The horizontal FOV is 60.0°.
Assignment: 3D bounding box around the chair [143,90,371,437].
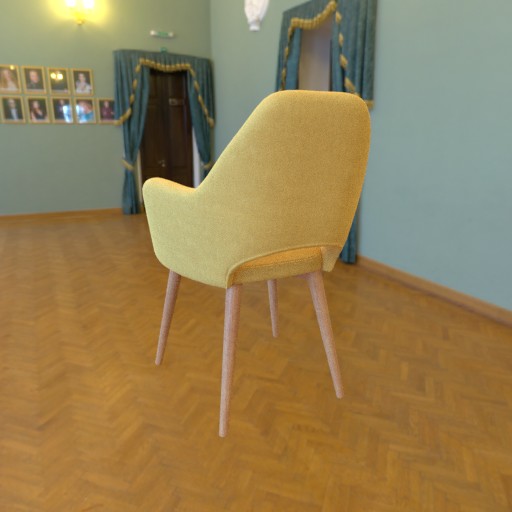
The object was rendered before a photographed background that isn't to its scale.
[{"bbox_3d":[0.000,0.000,1.260,0.590,0.840,0.610,-8,17,-27],"label":"chair"}]
